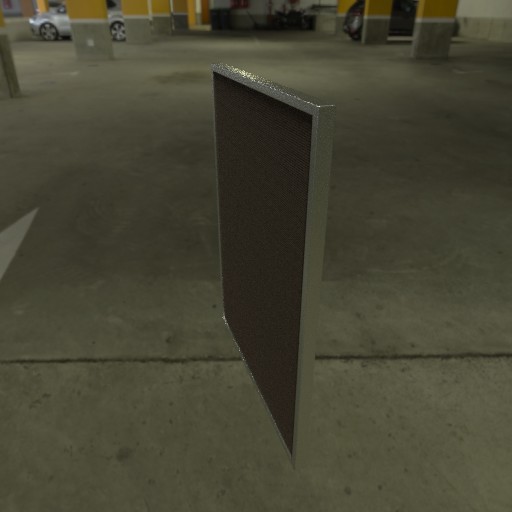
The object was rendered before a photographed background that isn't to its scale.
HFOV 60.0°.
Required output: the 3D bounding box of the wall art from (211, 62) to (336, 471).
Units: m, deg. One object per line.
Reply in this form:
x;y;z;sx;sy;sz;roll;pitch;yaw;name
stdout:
0.000;0.000;1.413;0.037;1.062;0.801;-10;31;-17;wall art
